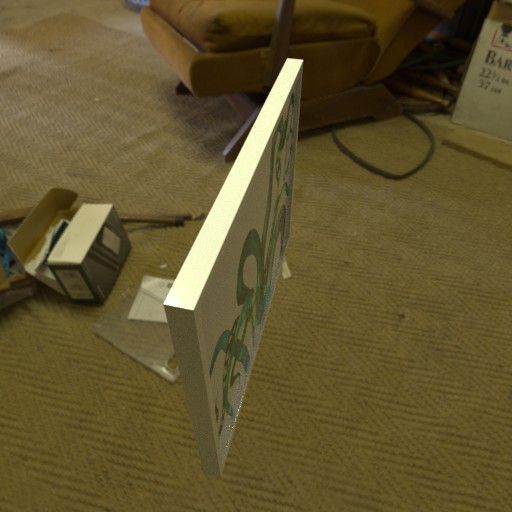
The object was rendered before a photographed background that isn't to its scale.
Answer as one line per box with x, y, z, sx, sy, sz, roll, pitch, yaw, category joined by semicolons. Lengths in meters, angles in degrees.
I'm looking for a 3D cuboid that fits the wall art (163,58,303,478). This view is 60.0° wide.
0.000;0.000;1.358;0.053;0.787;1.041;10;46;10;wall art
